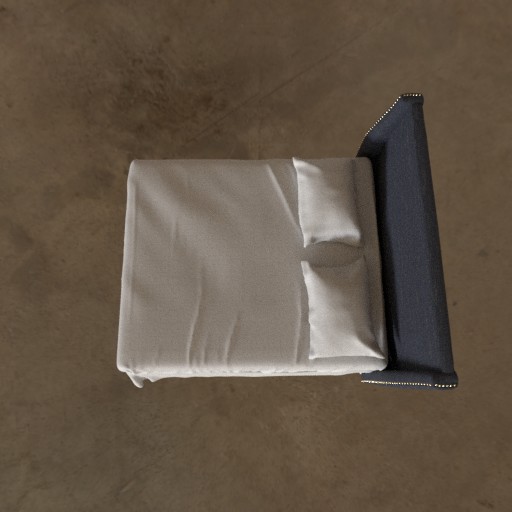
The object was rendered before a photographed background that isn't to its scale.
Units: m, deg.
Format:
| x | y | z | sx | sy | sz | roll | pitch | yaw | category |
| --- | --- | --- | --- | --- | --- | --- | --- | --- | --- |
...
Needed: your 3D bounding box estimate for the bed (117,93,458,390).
| x | y | z | sx | sy | sz | roll | pitch | yaw | category |
| --- | --- | --- | --- | --- | --- | --- | --- | --- | --- |
| 0.000 | 0.000 | 3.342 | 2.276 | 1.332 | 1.925 | -1 | 75 | 0 | bed |
